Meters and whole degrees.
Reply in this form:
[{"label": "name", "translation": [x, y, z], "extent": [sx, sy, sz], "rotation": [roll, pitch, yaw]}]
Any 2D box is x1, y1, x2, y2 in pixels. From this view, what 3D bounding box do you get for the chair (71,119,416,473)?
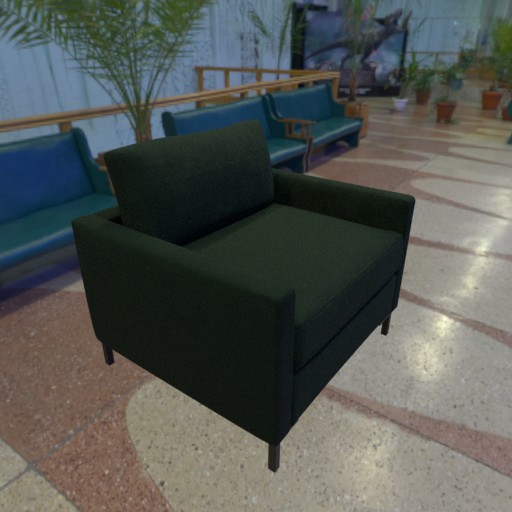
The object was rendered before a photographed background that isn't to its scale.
[{"label": "chair", "translation": [0.000, 0.000, 1.660], "extent": [0.866, 0.861, 0.963], "rotation": [19, 32, 33]}]
